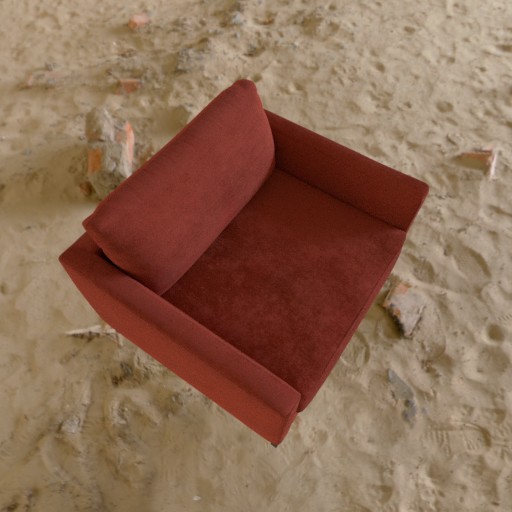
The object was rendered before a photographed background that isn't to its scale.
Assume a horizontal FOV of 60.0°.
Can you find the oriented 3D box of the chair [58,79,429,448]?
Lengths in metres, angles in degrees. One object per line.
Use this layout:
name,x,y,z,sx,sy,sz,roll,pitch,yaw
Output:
chair,0.000,0.000,1.626,0.875,0.812,0.964,30,63,17
